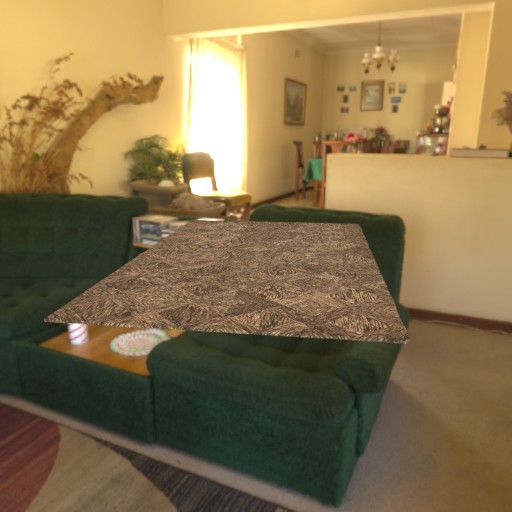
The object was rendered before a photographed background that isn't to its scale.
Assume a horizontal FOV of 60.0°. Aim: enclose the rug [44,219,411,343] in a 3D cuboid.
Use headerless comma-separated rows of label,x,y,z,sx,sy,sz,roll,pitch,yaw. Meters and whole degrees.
rug,0.000,0.000,2.259,1.189,0.011,1.808,2,16,8
